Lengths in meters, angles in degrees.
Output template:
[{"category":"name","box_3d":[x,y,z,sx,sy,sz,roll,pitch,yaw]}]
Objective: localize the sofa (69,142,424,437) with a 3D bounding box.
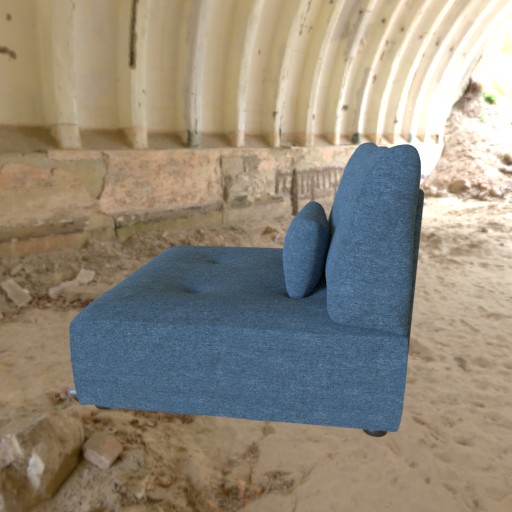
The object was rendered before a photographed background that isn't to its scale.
[{"category":"sofa","box_3d":[0.000,0.000,1.658,1.000,0.820,0.930,2,15,8]}]
